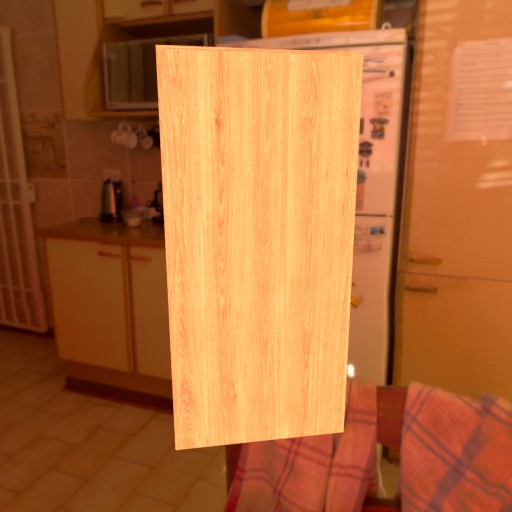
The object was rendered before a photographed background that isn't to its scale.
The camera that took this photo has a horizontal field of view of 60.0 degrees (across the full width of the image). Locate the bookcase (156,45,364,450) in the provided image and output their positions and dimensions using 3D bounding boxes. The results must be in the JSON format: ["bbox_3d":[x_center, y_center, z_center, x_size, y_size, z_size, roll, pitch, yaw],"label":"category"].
[{"bbox_3d":[0.000,0.000,2.435,0.950,2.020,0.420,-2,14,-9],"label":"bookcase"}]
